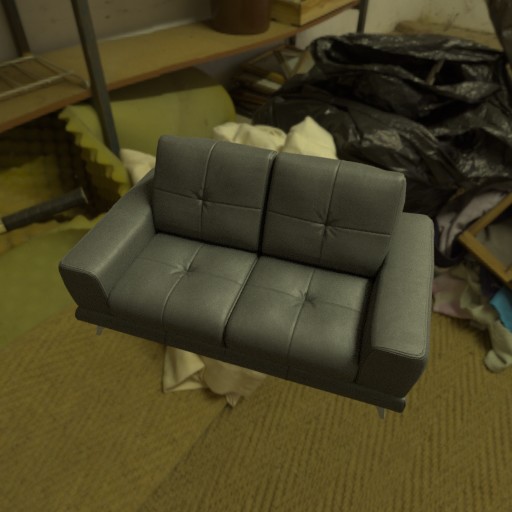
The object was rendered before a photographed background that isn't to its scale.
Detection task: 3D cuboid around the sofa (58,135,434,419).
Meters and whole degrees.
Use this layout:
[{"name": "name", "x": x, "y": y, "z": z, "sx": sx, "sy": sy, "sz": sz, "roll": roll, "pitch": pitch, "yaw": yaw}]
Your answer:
[{"name": "sofa", "x": 0.000, "y": 0.000, "z": 2.379, "sx": 1.806, "sy": 0.907, "sz": 1.018, "roll": 13, "pitch": 44, "yaw": 14}]
